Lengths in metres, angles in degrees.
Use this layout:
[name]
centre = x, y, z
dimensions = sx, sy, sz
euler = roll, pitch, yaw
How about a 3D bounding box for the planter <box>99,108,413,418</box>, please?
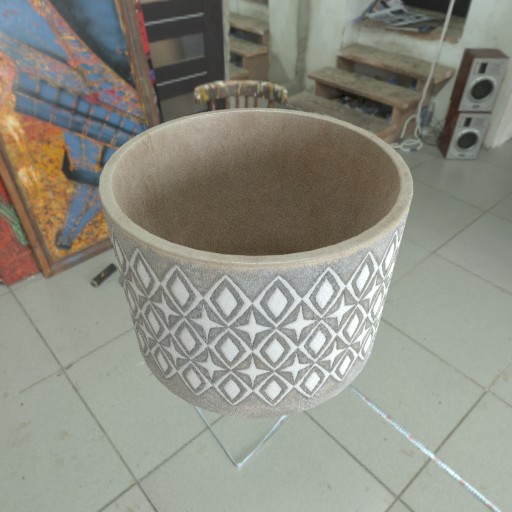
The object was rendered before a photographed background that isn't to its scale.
[planter]
centre = 0.000, 0.000, 0.279
dimensions = 0.164, 0.127, 0.164
euler = 0, 40, 0
